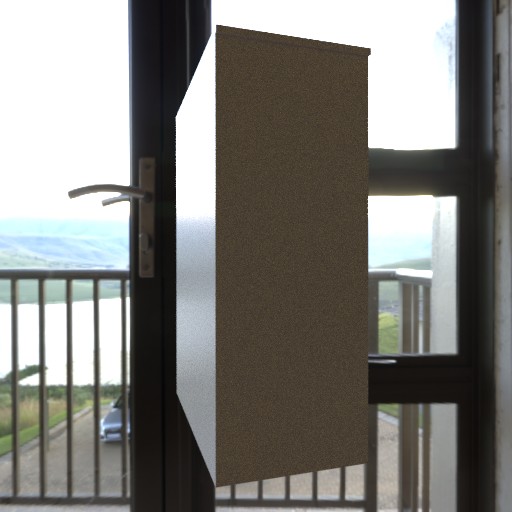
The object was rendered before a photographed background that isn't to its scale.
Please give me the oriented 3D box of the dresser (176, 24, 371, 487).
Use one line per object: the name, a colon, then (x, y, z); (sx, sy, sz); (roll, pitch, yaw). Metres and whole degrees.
dresser: (0.000, 0.000, 1.366); (0.401, 1.021, 0.704); (0, 1, -17)
